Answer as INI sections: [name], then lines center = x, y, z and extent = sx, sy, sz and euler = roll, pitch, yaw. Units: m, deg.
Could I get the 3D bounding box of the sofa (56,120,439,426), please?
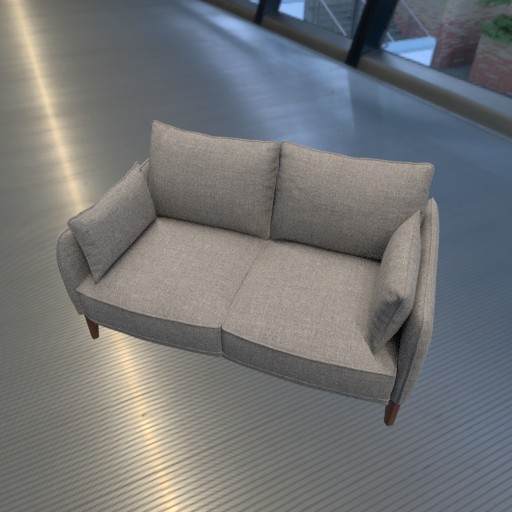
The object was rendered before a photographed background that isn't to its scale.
[sofa]
center = 0.000, 0.000, 2.084
extent = 1.580, 0.851, 0.972
euler = 12, 41, 14
